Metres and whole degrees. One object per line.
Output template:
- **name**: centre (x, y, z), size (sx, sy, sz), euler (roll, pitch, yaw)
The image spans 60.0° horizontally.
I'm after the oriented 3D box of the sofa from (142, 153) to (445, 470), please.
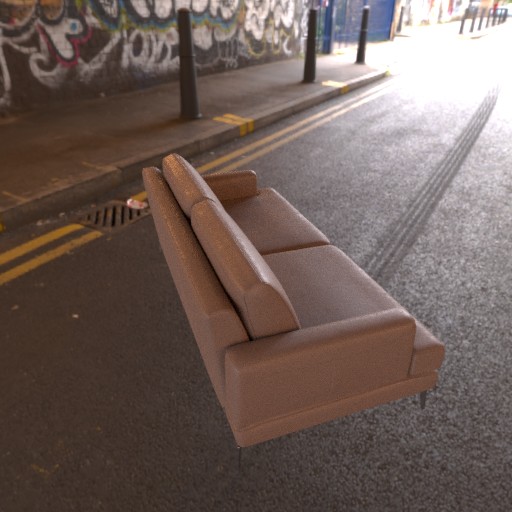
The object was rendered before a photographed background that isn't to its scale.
- **sofa**: centre (0.000, 0.000, 2.437), size (0.974, 0.765, 1.940), euler (-10, 31, -17)
